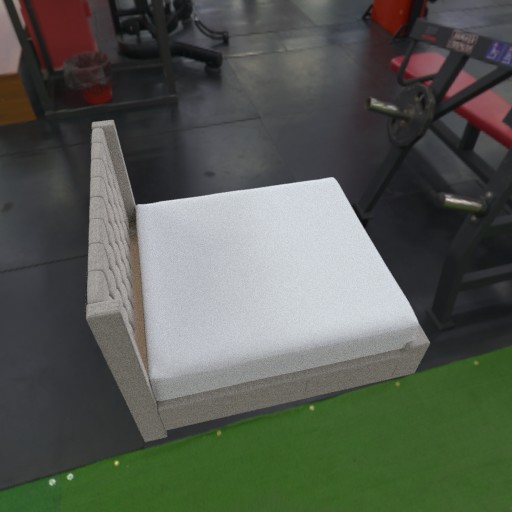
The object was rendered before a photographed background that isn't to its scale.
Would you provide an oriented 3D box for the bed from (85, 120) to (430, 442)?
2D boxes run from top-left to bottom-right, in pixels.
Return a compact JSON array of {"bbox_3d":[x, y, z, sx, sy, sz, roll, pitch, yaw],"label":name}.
[{"bbox_3d":[0.000,0.000,3.828,2.372,1.748,2.044,-10,48,-9],"label":"bed"}]
